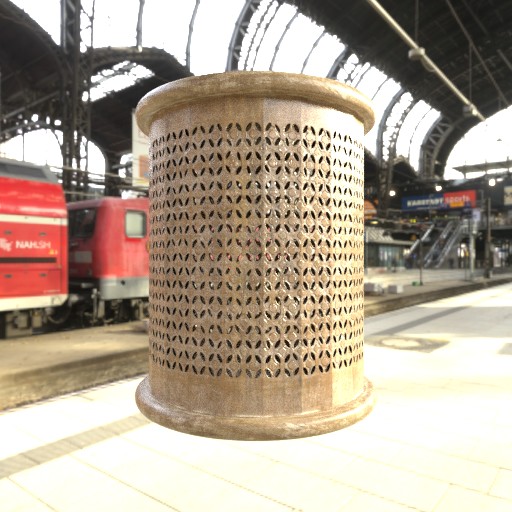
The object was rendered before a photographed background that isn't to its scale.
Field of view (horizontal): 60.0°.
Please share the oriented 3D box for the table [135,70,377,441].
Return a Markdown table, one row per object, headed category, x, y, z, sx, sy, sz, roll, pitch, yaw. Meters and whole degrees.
| category | x | y | z | sx | sy | sz | roll | pitch | yaw |
| --- | --- | --- | --- | --- | --- | --- | --- | --- | --- |
| table | 0.000 | 0.000 | 0.772 | 0.407 | 0.482 | 0.407 | 0 | 0 | 0 |
